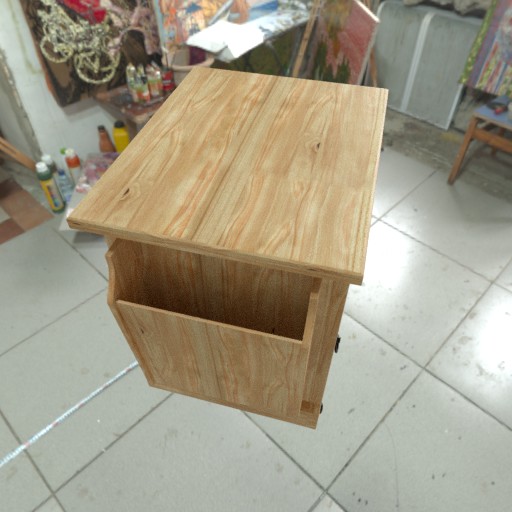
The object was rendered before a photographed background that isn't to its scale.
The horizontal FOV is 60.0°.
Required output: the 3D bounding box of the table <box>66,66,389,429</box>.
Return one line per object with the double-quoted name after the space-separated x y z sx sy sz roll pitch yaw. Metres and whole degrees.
0.000 0.000 0.876 0.380 0.515 0.530 11 47 10 "table"
